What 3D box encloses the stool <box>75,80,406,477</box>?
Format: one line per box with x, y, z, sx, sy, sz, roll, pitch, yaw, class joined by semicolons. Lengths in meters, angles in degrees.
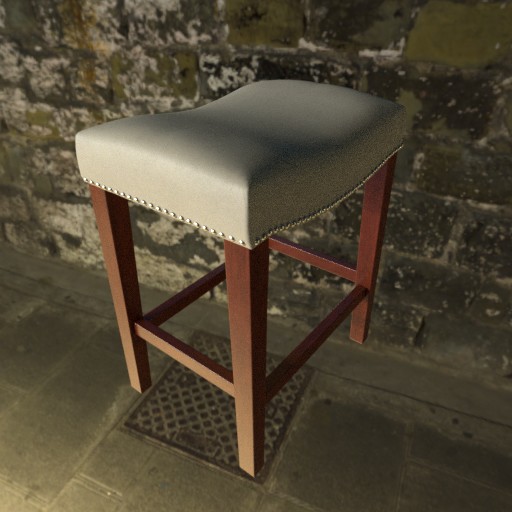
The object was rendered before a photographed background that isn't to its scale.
0.000;0.000;0.941;0.375;0.632;0.509;23;39;31;stool
